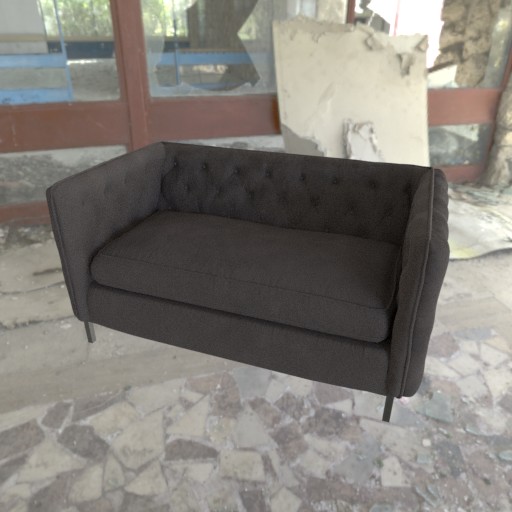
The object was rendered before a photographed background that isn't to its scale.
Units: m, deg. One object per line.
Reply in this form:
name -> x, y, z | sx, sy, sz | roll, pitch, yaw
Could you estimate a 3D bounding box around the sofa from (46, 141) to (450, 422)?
sofa -> 0.000, 0.000, 2.096 | 1.583, 0.810, 0.909 | 10, 29, 18
